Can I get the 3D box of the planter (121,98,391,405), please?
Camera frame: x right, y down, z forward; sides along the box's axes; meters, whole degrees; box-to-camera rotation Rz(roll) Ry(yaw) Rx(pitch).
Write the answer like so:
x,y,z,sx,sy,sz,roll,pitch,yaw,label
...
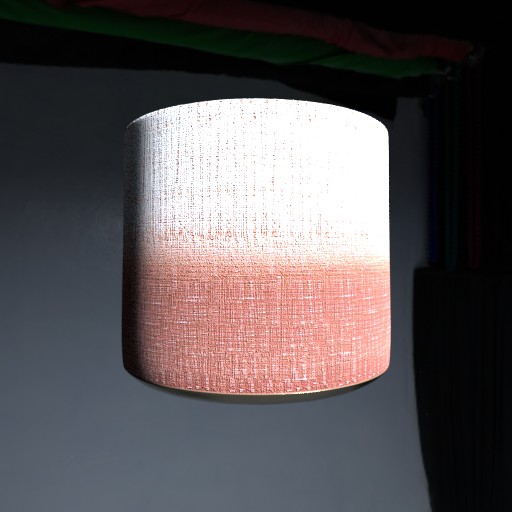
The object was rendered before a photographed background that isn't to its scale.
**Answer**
x,y,z,sx,sy,sz,roll,pitch,yaw,label
0.000,0.000,0.306,0.178,0.157,0.178,0,0,0,planter
